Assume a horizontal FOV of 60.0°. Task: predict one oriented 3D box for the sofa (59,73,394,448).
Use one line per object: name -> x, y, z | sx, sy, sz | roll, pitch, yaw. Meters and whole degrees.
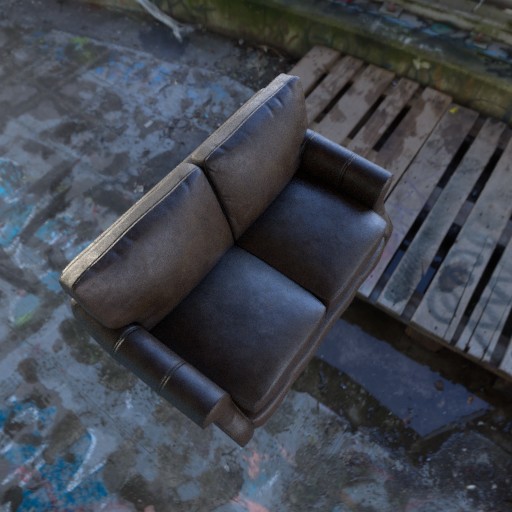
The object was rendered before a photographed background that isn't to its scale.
sofa -> 0.000, 0.000, 2.242 | 0.990, 0.976, 1.616 | 33, 65, 18
